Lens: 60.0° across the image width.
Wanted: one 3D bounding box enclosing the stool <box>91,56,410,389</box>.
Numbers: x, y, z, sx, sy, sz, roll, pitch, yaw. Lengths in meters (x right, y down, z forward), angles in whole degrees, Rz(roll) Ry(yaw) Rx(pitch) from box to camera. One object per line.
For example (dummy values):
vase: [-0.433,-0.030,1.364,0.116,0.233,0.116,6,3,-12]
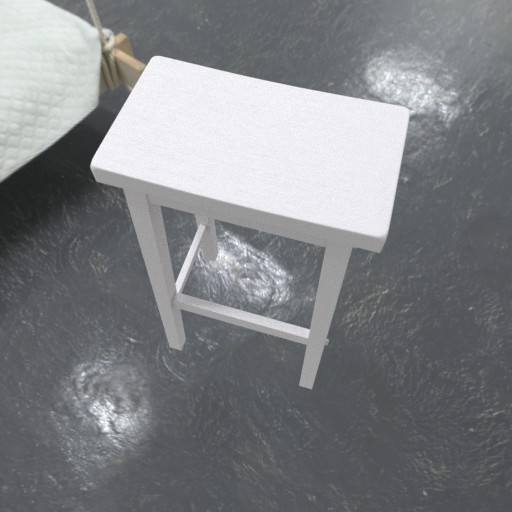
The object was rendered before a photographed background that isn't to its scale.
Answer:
stool: [0.000,0.000,0.952,0.406,0.742,0.322,15,64,7]
